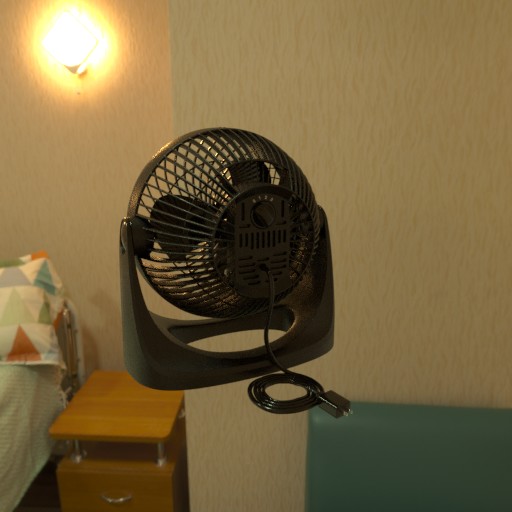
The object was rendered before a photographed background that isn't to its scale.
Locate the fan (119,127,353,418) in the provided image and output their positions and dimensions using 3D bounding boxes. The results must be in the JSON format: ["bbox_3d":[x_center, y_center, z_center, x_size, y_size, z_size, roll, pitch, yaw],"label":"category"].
[{"bbox_3d":[0.000,0.000,0.487,0.273,0.277,0.256,-7,16,-26],"label":"fan"}]
